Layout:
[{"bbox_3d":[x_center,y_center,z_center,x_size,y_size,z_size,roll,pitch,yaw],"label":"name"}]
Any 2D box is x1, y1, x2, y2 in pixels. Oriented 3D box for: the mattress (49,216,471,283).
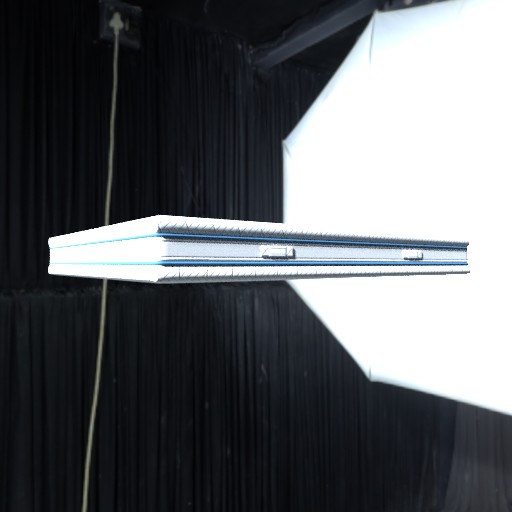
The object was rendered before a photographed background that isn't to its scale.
[{"bbox_3d":[0.000,0.000,2.683,2.000,0.230,1.600,1,-1,-37],"label":"mattress"}]
